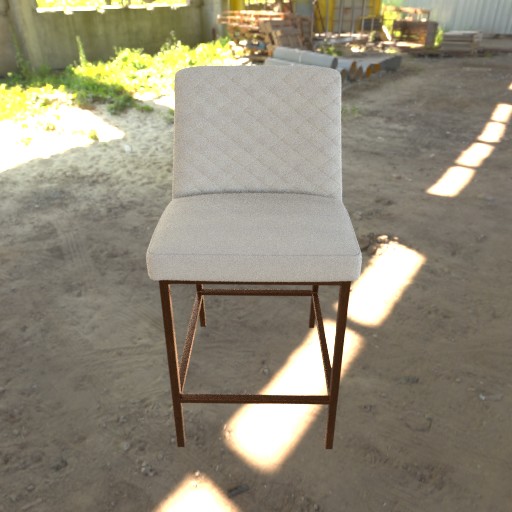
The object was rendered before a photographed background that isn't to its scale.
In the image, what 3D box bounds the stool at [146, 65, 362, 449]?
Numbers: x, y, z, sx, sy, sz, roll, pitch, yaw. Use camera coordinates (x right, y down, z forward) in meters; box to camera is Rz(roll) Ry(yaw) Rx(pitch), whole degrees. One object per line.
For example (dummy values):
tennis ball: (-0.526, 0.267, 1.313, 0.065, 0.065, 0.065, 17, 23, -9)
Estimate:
stool: (0.000, 0.000, 1.293, 0.507, 0.973, 0.576, 0, 30, 1)
